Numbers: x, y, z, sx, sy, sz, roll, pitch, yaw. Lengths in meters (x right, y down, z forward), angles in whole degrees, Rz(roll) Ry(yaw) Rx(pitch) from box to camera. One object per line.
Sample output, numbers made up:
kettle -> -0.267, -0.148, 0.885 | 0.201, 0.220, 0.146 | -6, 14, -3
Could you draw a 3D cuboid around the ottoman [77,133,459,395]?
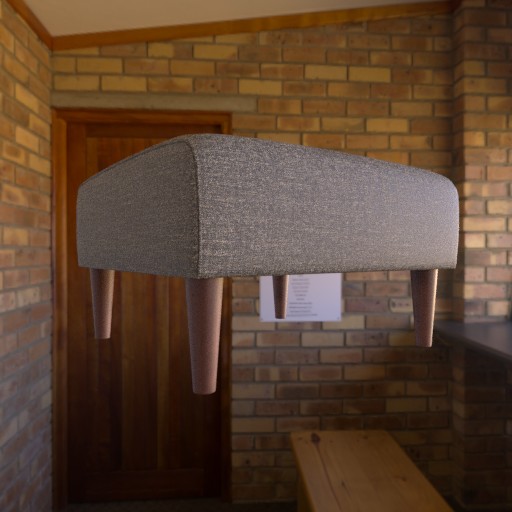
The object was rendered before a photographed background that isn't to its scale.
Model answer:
ottoman -> 0.000, 0.000, 1.026 | 0.655, 0.399, 0.648 | 0, 1, -36
